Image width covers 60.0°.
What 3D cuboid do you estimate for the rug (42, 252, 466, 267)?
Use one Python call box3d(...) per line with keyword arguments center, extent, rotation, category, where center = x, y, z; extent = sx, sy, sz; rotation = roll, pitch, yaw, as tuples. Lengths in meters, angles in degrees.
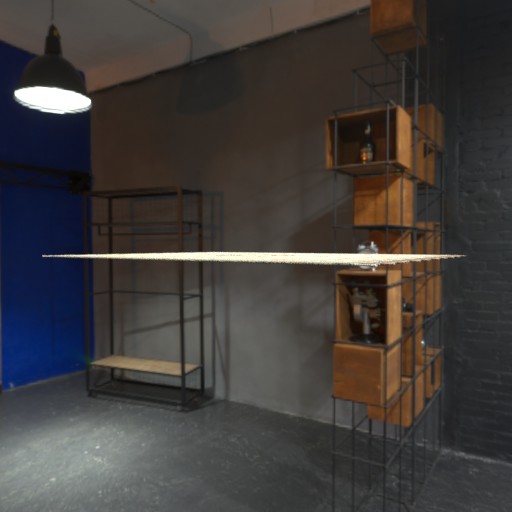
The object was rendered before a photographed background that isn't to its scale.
box3d(center=(0.000, 0.000, 2.239), extent=(1.730, 0.009, 1.278), rotation=(1, 2, 35), category="rug")
